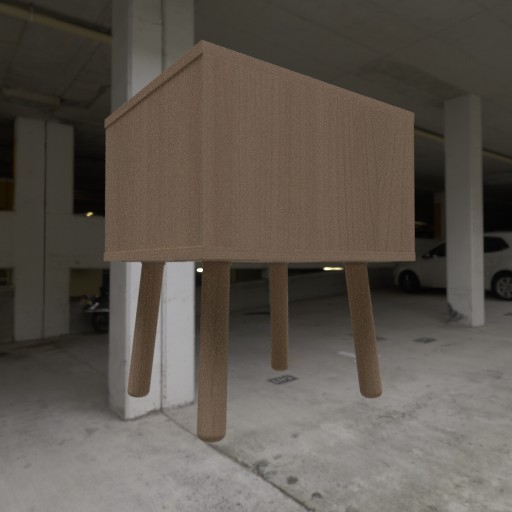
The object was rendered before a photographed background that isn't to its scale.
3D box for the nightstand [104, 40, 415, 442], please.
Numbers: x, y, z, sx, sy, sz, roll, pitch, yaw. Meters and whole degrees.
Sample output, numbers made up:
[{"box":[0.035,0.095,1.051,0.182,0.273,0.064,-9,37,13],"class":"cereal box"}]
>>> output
[{"box":[0.000,0.000,0.837,0.450,0.530,0.380,1,-1,-36],"class":"nightstand"}]
